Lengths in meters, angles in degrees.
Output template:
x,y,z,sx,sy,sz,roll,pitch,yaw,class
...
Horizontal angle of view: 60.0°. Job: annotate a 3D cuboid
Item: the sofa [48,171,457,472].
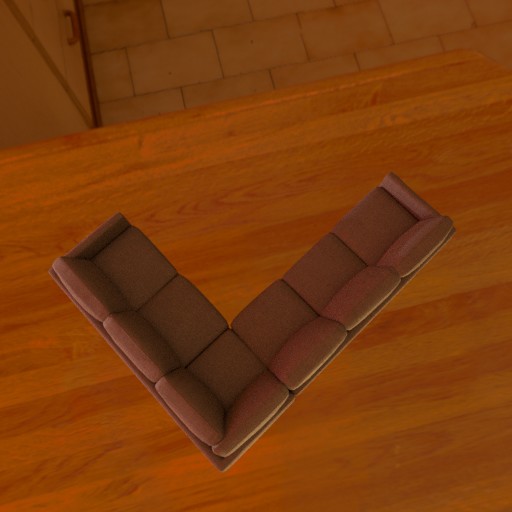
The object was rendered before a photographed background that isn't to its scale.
x,y,z,sx,sy,sz,roll,pitch,yaw,class
0.000,0.000,4.655,3.302,0.947,2.593,-43,79,-10,sofa
